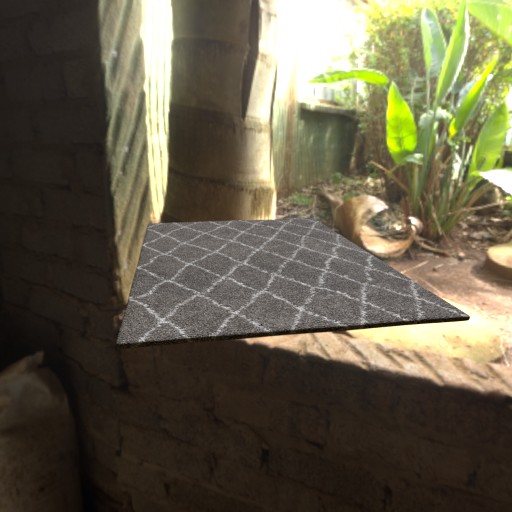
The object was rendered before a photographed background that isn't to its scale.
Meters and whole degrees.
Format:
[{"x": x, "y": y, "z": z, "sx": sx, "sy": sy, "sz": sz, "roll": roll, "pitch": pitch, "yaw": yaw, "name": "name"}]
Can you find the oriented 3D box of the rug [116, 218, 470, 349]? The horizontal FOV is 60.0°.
[{"x": 0.000, "y": 0.000, "z": 3.438, "sx": 1.778, "sy": 0.030, "sz": 2.743, "roll": -3, "pitch": 16, "yaw": -10, "name": "rug"}]
